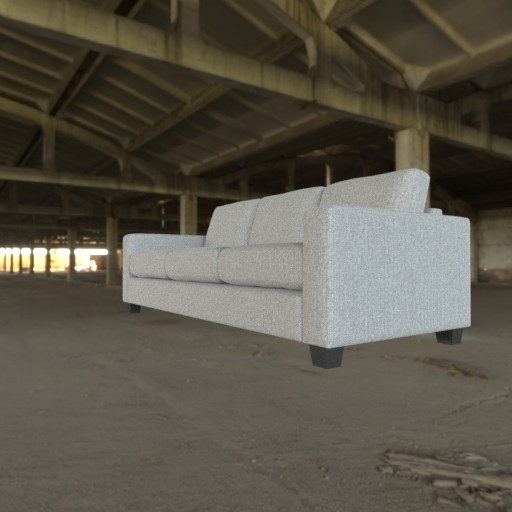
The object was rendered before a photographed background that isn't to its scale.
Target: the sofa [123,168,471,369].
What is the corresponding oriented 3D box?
[{"bbox_3d":[0.000,0.000,2.595,0.900,0.800,2.120,0,-1,-35],"label":"sofa"}]
